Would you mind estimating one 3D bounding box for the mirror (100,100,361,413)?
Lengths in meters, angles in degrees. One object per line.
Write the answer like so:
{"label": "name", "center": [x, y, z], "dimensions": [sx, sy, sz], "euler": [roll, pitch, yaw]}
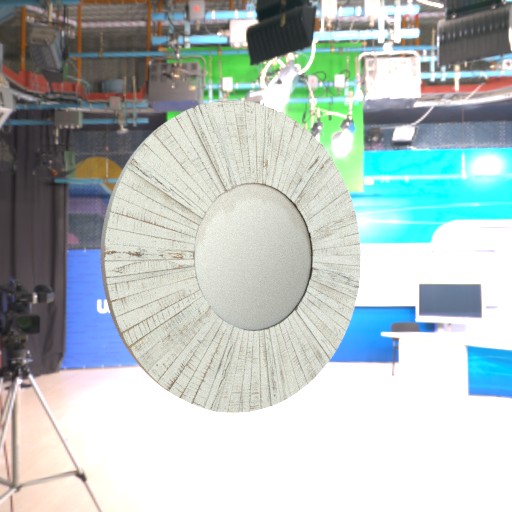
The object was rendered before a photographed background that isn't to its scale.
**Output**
{"label": "mirror", "center": [0.000, 0.000, 1.335], "dimensions": [0.914, 0.914, 0.038], "euler": [1, -1, -36]}
